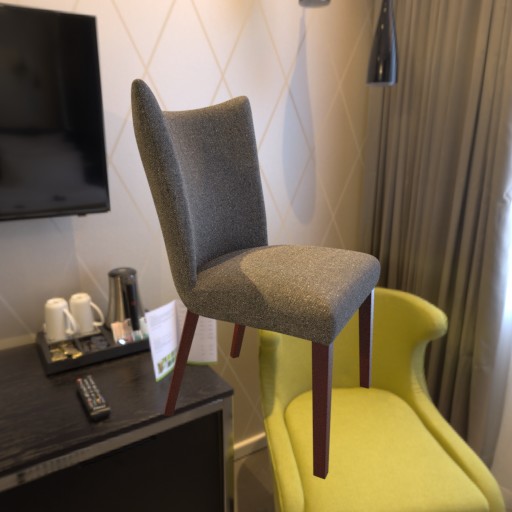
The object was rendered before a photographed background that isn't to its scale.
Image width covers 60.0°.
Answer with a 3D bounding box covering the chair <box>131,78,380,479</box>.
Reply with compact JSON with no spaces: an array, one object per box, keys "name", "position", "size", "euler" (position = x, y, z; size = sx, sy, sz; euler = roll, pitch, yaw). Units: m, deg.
[{"name":"chair","position":[0.000,0.000,1.279],"size":[0.623,0.924,0.535],"euler":[8,17,26]}]
